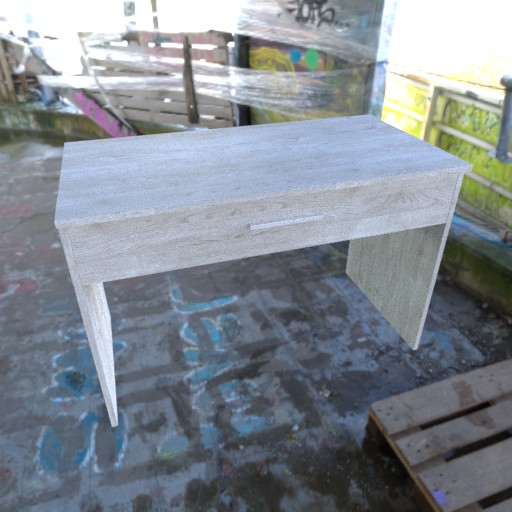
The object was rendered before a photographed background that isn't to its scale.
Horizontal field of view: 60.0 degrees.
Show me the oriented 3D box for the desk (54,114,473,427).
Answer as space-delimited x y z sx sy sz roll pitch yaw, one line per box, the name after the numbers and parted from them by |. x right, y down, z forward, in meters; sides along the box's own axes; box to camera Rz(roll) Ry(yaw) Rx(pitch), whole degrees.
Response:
0.000 0.000 1.522 1.100 0.730 0.560 -10 34 -15 | desk
